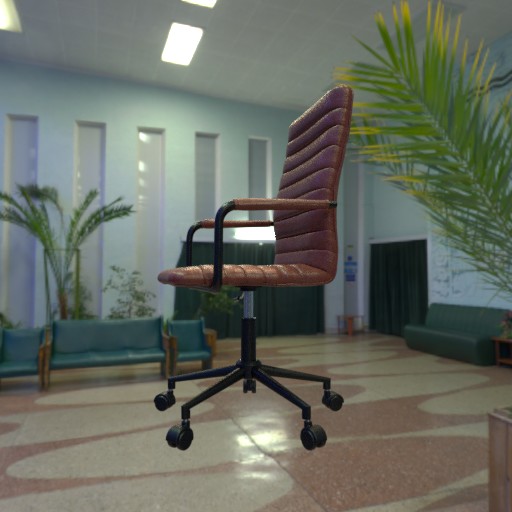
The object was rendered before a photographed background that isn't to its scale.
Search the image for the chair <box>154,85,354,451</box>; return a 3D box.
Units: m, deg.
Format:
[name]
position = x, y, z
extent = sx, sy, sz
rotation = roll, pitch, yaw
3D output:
[chair]
position = 0.000, 0.000, 1.362
extent = 0.580, 0.979, 0.608
rotation = 1, -2, -17
